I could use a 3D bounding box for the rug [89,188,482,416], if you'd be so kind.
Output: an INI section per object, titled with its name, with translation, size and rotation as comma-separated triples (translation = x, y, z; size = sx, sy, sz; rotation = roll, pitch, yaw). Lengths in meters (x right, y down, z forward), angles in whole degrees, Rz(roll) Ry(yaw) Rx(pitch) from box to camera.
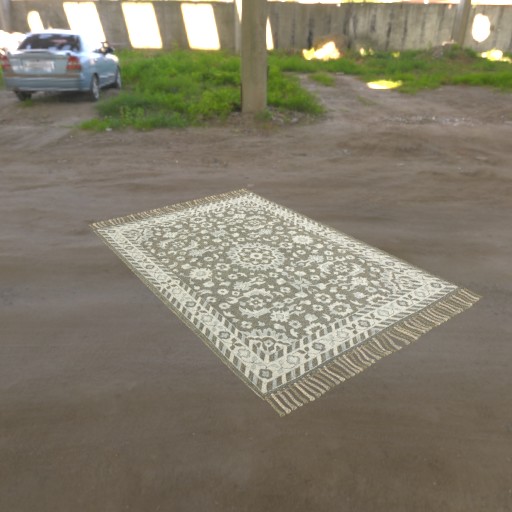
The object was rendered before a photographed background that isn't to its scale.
[rug]
translation = 0.000, 0.000, 3.037
size = 1.530, 0.025, 2.431
rotation = -18, 32, -32
